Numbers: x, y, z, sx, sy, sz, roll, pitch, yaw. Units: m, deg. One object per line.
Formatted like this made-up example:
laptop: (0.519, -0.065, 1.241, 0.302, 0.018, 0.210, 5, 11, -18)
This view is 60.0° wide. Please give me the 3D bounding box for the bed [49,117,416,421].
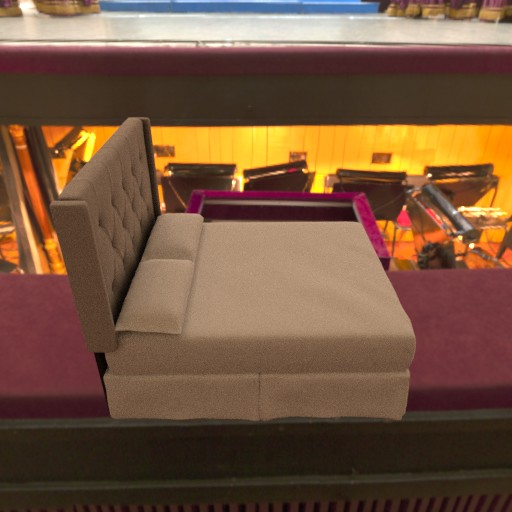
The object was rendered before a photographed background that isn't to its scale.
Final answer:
bed: (0.000, 0.000, 3.317, 2.066, 1.665, 1.719, 0, 31, -1)
